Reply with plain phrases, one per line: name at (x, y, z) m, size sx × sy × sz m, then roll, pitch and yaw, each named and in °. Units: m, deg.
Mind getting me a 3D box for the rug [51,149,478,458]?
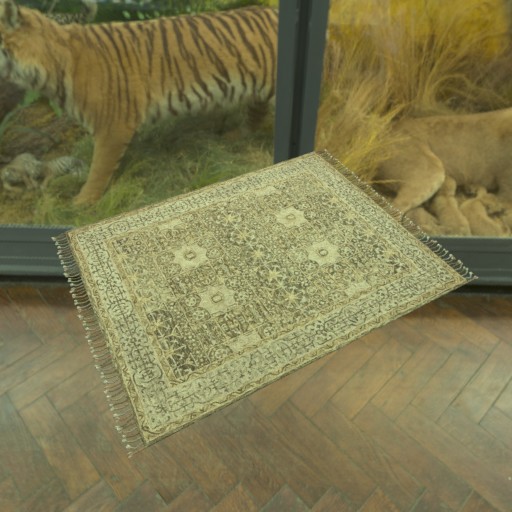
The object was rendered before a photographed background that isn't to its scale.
rug at (0.000, 0.000, 4.197) m, size 3.291 × 0.017 × 2.431 m, roll -22°, pitch 50°, yaw -20°
